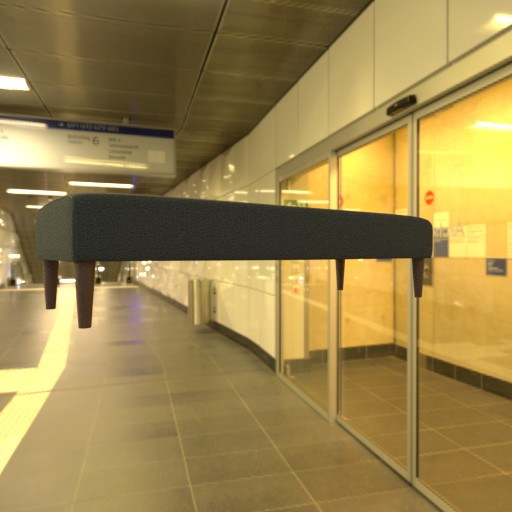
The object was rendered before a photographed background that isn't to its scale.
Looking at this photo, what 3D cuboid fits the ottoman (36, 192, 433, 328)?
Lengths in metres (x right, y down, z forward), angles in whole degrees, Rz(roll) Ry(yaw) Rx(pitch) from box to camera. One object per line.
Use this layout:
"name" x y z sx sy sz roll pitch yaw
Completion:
"ottoman" 0.000 0.000 1.874 1.609 0.393 0.646 0 0 -35
